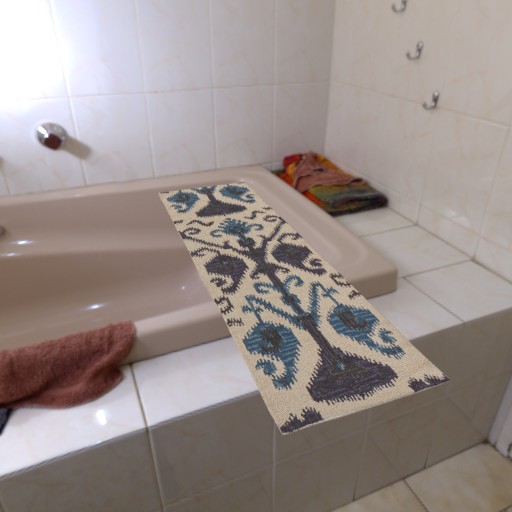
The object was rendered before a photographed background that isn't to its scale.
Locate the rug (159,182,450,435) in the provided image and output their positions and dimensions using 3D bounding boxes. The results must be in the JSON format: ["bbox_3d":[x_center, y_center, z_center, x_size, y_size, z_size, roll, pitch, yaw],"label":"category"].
[{"bbox_3d":[0.000,0.000,2.488,0.692,0.017,2.301,-11,31,-18],"label":"rug"}]
